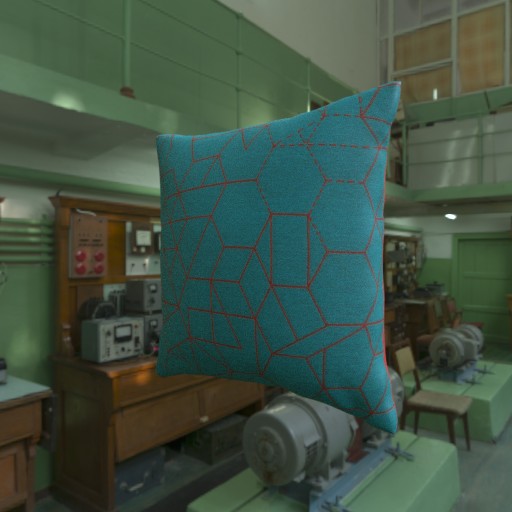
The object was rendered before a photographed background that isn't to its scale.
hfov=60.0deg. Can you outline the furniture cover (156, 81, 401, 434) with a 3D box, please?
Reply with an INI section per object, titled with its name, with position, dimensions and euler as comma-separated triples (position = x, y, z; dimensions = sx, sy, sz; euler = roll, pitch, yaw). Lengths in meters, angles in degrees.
[furniture cover]
position = 0.000, 0.000, 0.788
dimensions = 0.517, 0.508, 0.158
euler = 0, 0, 36
